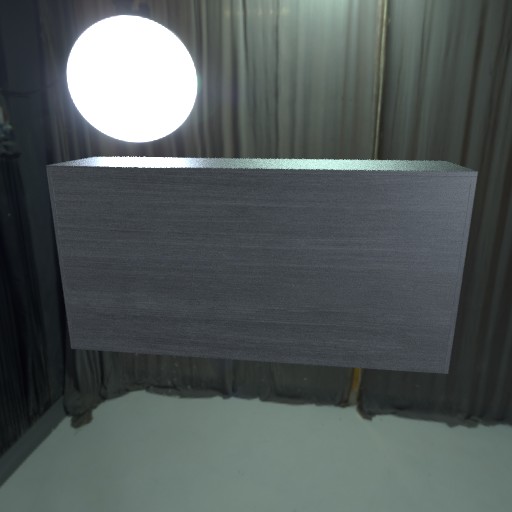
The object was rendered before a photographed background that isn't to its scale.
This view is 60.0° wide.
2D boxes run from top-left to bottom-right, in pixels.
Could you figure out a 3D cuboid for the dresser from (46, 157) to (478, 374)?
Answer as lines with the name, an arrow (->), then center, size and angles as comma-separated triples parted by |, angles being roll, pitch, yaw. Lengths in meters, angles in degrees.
dresser -> 0.000, 0.000, 1.928 | 1.590, 0.795, 0.400 | 2, 17, 7
